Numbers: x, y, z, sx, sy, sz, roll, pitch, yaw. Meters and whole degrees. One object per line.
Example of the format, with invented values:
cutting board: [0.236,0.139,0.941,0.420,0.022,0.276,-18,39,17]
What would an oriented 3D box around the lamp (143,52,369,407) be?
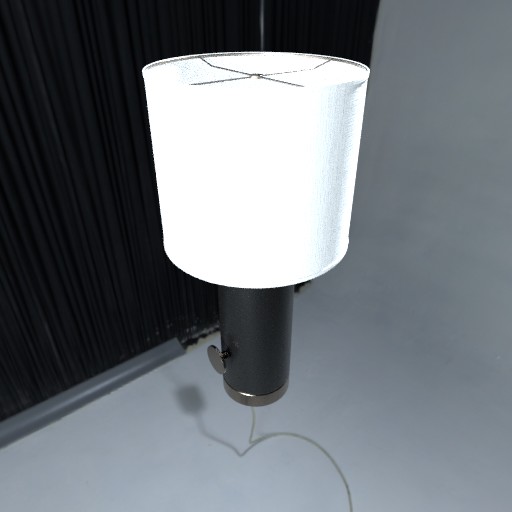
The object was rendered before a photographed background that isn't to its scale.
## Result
lamp: [0.000,0.000,0.607,0.240,0.482,0.241,-22,38,-31]
